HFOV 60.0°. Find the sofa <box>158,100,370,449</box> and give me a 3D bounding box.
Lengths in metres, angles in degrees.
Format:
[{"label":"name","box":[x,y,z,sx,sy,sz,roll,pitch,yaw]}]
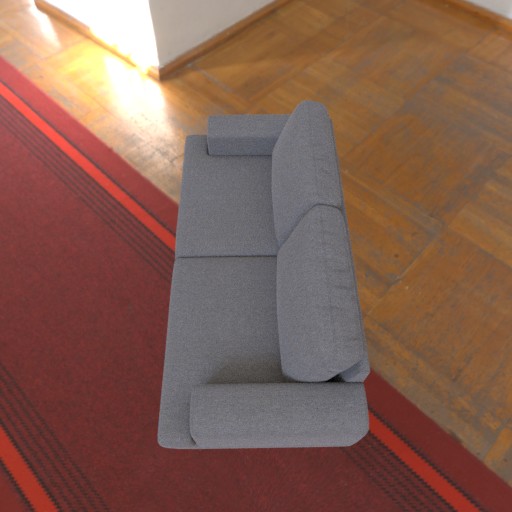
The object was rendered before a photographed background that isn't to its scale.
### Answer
[{"label":"sofa","box":[0.000,0.000,2.087,0.785,0.810,1.650,-1,59,0]}]
